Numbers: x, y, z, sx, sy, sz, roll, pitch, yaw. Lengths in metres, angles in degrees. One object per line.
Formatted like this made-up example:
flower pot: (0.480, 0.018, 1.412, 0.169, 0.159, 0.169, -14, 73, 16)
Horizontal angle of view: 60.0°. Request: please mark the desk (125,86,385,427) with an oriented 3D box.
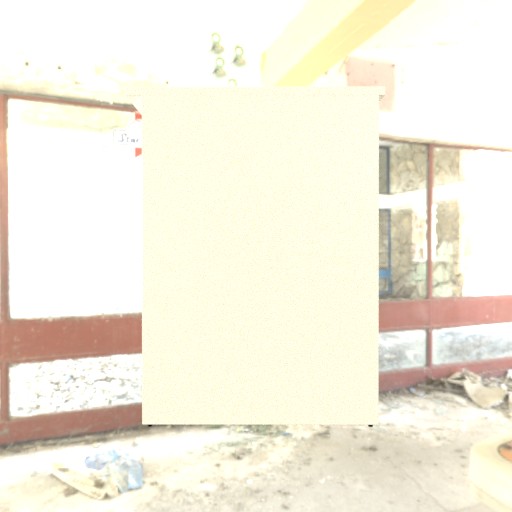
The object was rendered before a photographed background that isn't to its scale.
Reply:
desk: (0.000, 0.000, 1.504, 0.560, 0.735, 1.097, 0, 0, 0)
